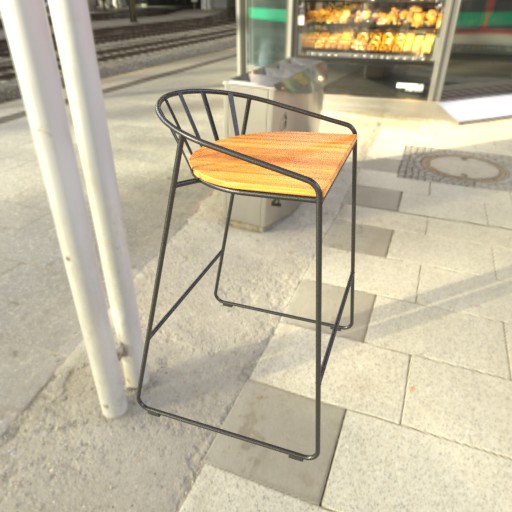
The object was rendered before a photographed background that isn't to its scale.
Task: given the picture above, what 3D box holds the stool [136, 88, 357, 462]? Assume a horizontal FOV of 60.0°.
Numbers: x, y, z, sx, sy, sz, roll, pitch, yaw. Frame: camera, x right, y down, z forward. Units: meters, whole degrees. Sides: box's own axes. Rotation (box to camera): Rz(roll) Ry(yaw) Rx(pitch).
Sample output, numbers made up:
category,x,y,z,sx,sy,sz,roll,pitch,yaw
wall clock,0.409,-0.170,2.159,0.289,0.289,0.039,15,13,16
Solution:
category,x,y,z,sx,sy,sz,roll,pitch,yaw
stool,0.000,0.000,1.192,0.521,0.812,0.546,10,32,17
